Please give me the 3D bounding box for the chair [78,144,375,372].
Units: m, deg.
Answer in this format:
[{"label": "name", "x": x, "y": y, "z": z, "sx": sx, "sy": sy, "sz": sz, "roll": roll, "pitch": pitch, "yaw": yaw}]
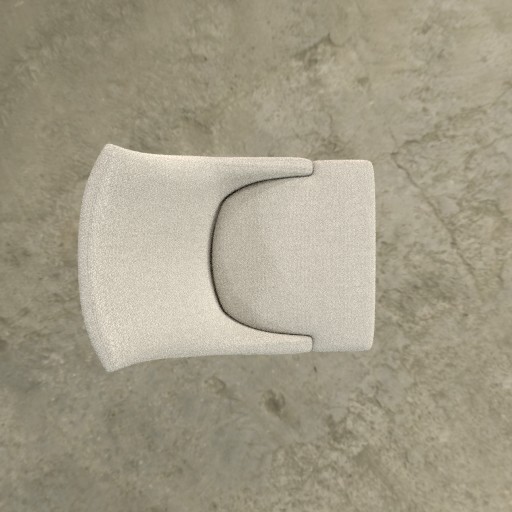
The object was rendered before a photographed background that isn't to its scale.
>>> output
[{"label": "chair", "x": 0.000, "y": 0.000, "z": 1.505, "sx": 0.861, "sy": 0.909, "sz": 0.701, "roll": 0, "pitch": 91, "yaw": 0}]
